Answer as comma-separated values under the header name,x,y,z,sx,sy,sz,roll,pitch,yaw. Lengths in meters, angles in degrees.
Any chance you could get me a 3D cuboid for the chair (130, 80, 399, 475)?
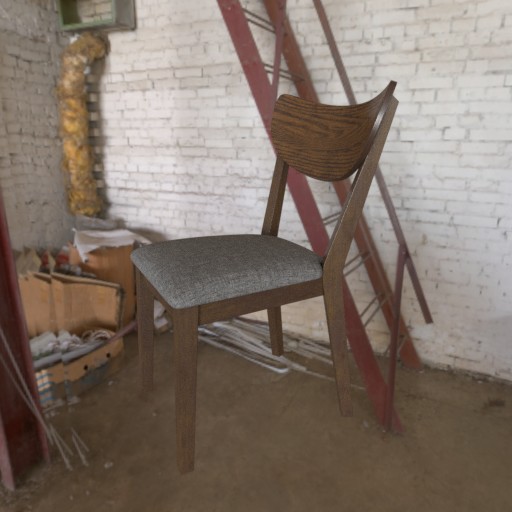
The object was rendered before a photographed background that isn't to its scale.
name,x,y,z,sx,sy,sz,roll,pitch,yaw
chair,0.000,0.000,1.173,0.583,0.849,0.491,-8,18,-26
